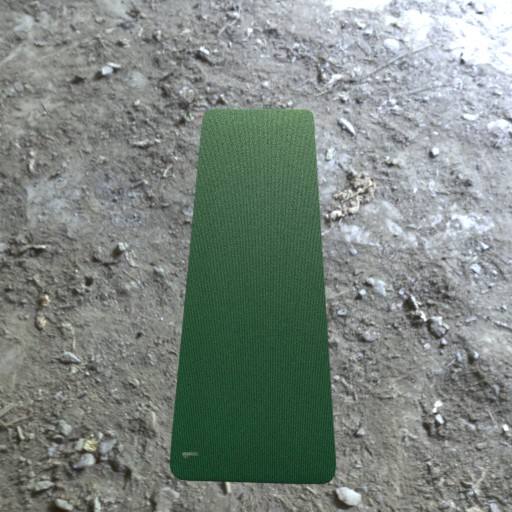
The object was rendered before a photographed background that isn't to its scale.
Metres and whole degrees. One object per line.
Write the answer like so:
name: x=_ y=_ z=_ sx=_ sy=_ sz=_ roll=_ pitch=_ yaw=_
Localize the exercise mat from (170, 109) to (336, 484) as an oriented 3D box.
exercise mat: x=0.000 y=0.000 z=2.047 sx=0.616 sy=0.021 sz=1.869 roll=1 pitch=62 yaw=0
